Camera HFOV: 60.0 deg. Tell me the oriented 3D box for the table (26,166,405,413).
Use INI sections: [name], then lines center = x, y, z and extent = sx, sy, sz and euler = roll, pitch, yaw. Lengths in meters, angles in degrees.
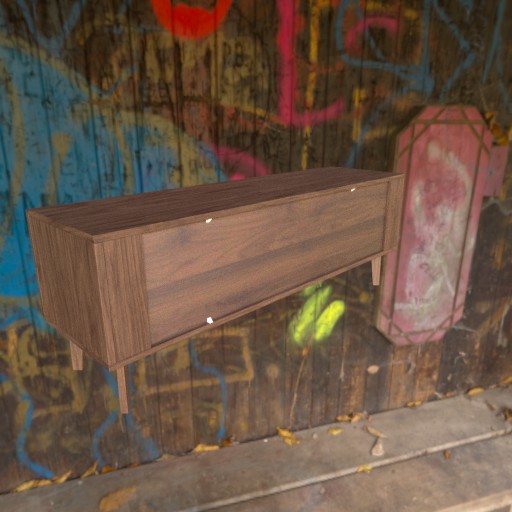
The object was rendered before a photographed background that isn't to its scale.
[table]
center = 0.000, 0.000, 1.636
extent = 0.405, 0.508, 1.397
euler = 17, 25, 42
